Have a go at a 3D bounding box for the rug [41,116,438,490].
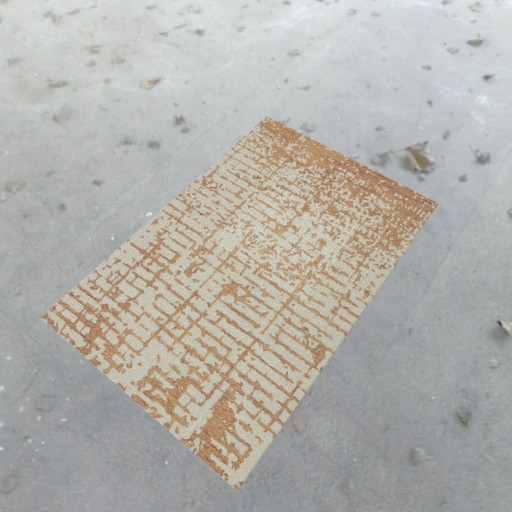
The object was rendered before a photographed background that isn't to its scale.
[{"bbox_3d":[0.000,0.000,2.331,1.219,0.011,1.829,33,63,19],"label":"rug"}]
